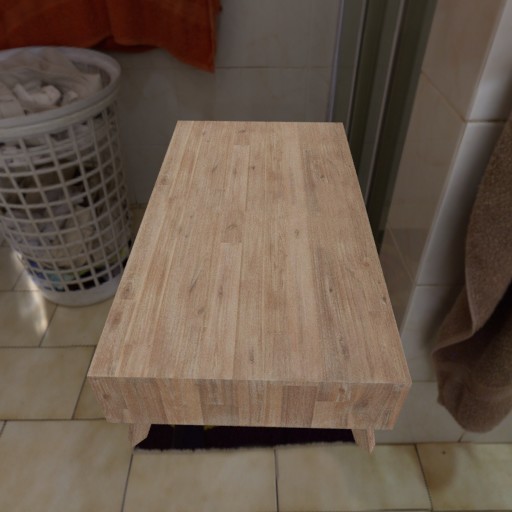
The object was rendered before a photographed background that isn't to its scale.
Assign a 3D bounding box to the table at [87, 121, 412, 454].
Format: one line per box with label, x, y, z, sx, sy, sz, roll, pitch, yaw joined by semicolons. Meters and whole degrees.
table;0.000;0.000;2.010;0.918;0.531;1.619;1;42;1
